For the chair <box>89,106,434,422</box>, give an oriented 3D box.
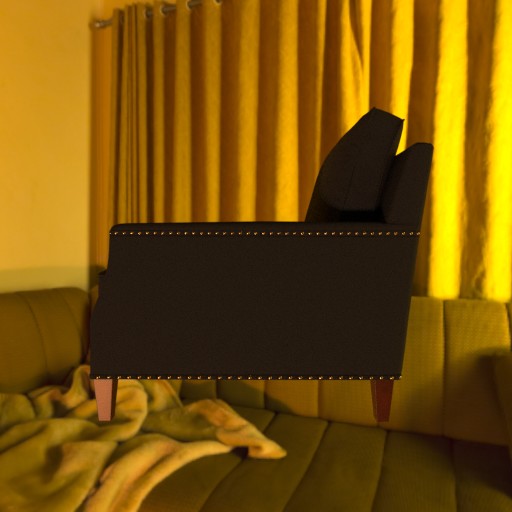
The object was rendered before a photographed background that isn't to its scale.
[{"bbox_3d":[0.000,0.000,1.679,1.014,0.943,0.853,0,2,0],"label":"chair"}]
